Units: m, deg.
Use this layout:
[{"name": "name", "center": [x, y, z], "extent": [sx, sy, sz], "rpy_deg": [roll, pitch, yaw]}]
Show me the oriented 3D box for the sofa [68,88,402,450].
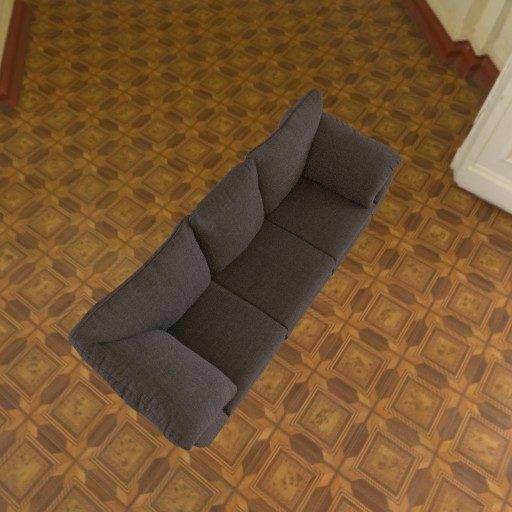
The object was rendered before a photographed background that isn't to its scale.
[{"name": "sofa", "center": [0.000, 0.000, 2.854], "extent": [0.883, 1.080, 2.336], "rpy_deg": [31, 64, 18]}]
